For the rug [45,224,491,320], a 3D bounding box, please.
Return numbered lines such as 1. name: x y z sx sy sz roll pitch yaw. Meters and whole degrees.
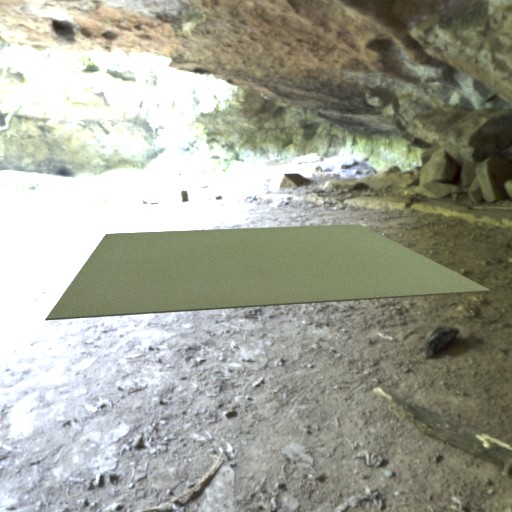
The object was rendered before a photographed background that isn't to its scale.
1. rug: 0.000 0.000 3.494 2.584 0.011 2.073 -3 16 -9
